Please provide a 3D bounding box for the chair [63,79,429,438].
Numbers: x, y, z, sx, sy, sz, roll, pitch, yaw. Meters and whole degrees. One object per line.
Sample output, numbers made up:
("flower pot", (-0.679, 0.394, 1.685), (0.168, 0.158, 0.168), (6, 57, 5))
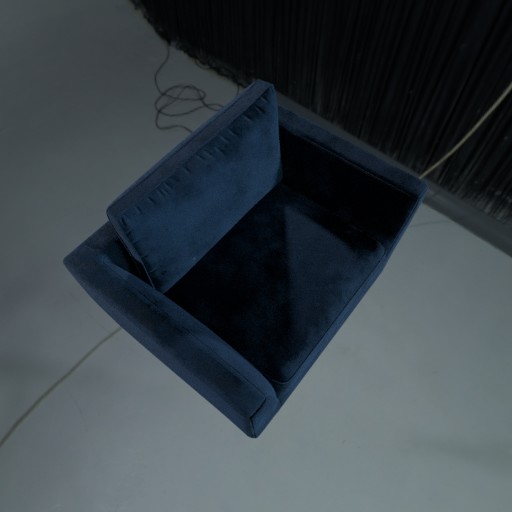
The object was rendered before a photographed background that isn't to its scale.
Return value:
("chair", (0.000, 0.000, 1.599), (0.746, 0.893, 0.977), (34, 65, 19))
